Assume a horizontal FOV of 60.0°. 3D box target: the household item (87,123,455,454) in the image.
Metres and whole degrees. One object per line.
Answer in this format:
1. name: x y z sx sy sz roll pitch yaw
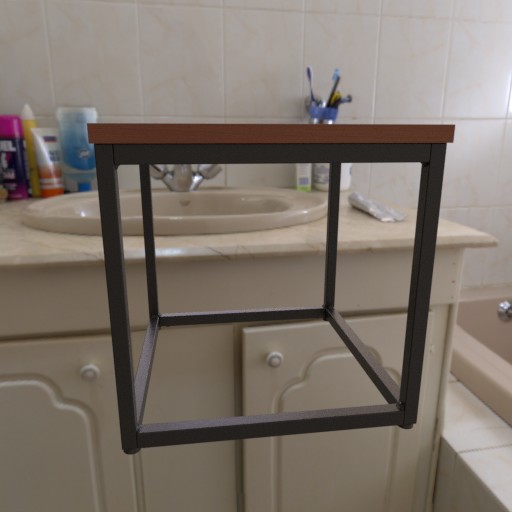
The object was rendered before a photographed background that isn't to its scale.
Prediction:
1. household item: 0.000 0.000 0.718 0.400 0.400 0.400 -2 15 -7
